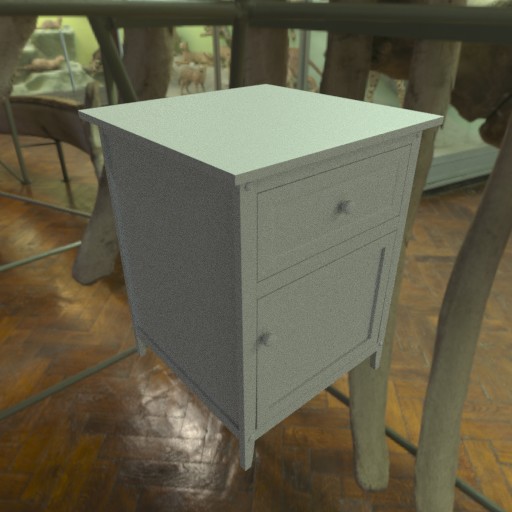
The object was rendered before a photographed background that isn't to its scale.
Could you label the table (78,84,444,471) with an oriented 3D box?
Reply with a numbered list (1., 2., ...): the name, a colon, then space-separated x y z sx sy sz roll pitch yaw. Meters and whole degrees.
1. table: 0.000 0.000 0.769 0.381 0.483 0.381 -23 37 -35
